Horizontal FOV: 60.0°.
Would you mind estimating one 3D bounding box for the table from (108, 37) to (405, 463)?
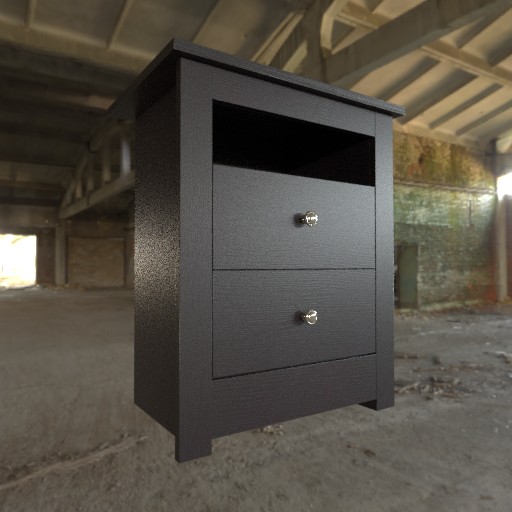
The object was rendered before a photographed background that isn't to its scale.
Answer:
[{"bbox_3d":[0.000,0.000,1.055,0.589,0.711,0.408,1,-1,-33],"label":"table"}]
